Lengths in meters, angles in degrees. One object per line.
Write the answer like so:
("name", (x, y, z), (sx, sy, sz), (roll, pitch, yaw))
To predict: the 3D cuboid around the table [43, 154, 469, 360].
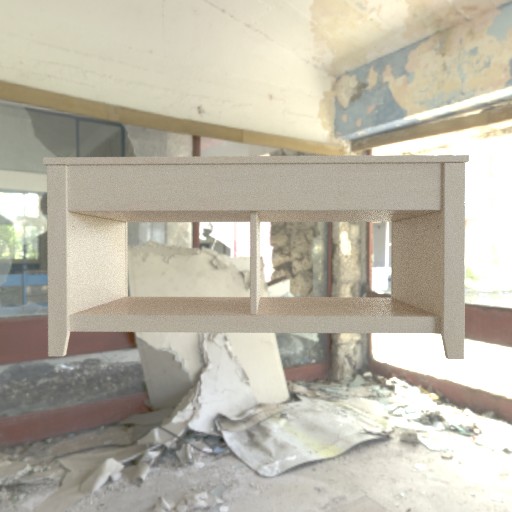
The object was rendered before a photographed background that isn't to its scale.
("table", (0.000, 0.000, 1.286), (1.016, 0.483, 0.457), (0, 1, 2))
